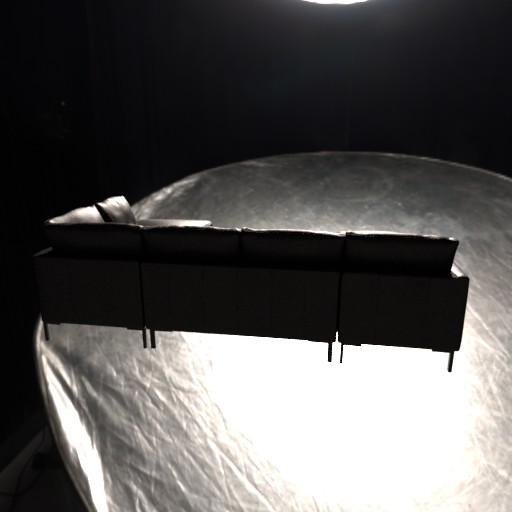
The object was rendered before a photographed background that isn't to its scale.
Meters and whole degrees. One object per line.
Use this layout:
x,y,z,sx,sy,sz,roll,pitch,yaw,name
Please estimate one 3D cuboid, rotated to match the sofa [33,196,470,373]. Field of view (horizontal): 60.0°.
0.000,0.000,3.859,2.956,0.900,1.939,3,16,9,sofa
